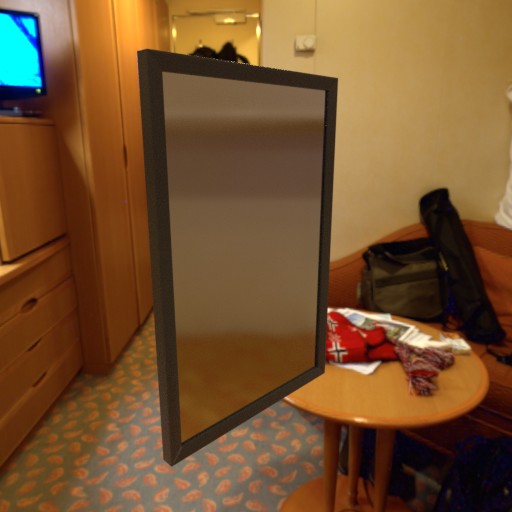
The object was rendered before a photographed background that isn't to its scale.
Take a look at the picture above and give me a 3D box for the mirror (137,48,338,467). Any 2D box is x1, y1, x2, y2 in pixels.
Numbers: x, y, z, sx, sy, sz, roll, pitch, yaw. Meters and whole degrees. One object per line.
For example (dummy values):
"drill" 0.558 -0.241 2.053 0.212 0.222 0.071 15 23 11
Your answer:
"mirror" 0.000 0.000 1.156 0.040 0.915 0.609 15 21 43
